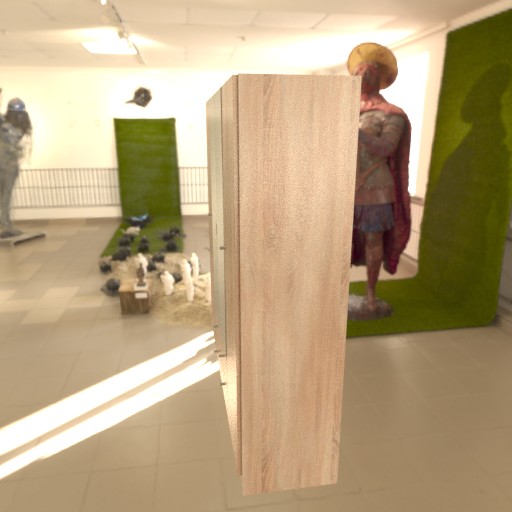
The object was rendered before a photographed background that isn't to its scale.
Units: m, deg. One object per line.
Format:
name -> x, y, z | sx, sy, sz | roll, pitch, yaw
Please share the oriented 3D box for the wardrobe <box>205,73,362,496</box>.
wardrobe -> 0.000, 0.000, 3.122 | 0.598, 2.159, 1.998 | -3, 16, -9
